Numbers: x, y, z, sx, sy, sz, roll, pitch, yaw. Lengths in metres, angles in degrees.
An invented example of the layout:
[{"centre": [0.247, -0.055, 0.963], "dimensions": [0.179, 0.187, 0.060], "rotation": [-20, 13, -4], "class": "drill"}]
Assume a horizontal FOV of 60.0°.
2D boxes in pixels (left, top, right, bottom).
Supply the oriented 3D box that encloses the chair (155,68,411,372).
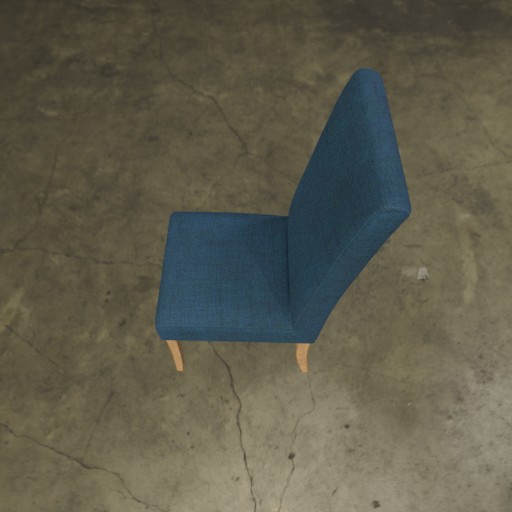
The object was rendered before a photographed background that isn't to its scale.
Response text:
[{"centre": [0.000, 0.000, 1.381], "dimensions": [0.610, 1.029, 0.450], "rotation": [1, 58, 0], "class": "chair"}]
